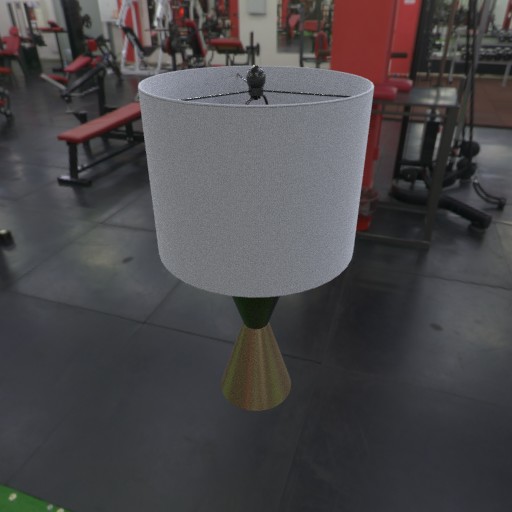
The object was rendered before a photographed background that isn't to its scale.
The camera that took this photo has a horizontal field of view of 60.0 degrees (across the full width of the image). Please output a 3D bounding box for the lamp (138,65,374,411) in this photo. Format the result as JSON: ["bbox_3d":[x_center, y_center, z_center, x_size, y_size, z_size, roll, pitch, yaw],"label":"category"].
[{"bbox_3d":[0.000,0.000,0.720,0.304,0.573,0.304,11,32,18],"label":"lamp"}]
